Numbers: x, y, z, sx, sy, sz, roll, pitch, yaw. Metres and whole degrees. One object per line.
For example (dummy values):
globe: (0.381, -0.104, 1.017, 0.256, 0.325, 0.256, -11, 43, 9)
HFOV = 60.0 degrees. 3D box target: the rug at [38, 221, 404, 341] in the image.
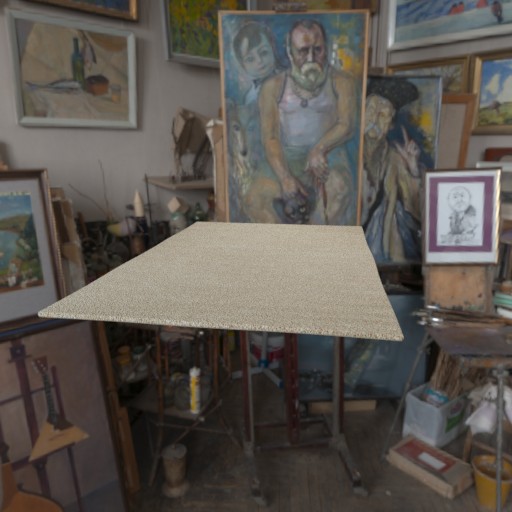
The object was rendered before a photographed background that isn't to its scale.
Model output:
rug: (0.000, 0.000, 2.896, 1.500, 0.025, 2.346, 2, 14, 9)
